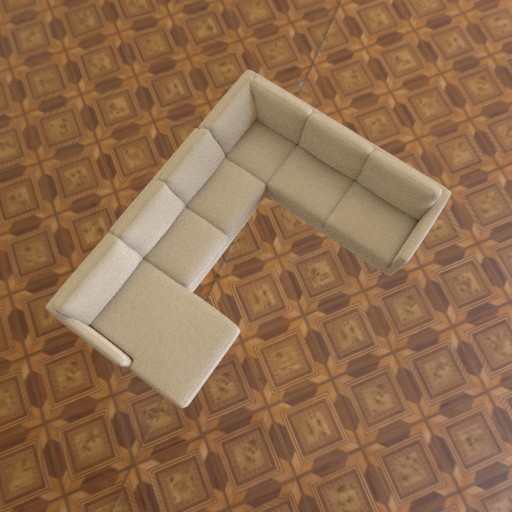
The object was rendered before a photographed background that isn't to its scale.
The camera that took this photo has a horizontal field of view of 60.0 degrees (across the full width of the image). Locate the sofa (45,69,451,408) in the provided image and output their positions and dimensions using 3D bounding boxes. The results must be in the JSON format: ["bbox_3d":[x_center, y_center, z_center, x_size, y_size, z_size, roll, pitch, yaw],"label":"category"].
[{"bbox_3d":[0.000,0.000,4.492,2.551,0.853,3.238,34,77,9],"label":"sofa"}]
